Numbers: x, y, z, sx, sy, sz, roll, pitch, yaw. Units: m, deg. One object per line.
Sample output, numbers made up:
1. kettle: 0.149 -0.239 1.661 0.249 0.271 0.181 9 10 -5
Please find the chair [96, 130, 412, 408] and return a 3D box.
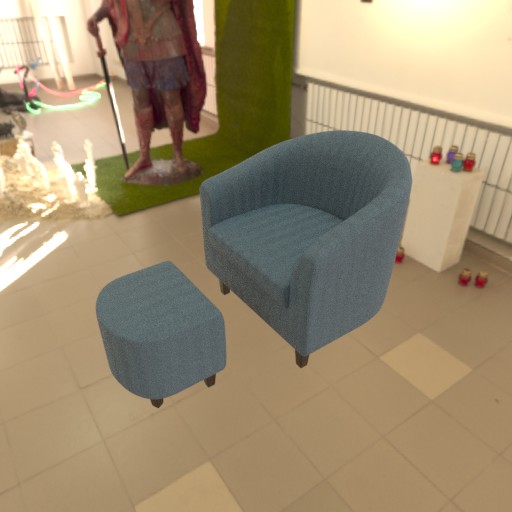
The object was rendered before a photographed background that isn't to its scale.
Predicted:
1. chair: 0.000 0.000 1.785 1.288 0.757 0.756 -21 38 -29
